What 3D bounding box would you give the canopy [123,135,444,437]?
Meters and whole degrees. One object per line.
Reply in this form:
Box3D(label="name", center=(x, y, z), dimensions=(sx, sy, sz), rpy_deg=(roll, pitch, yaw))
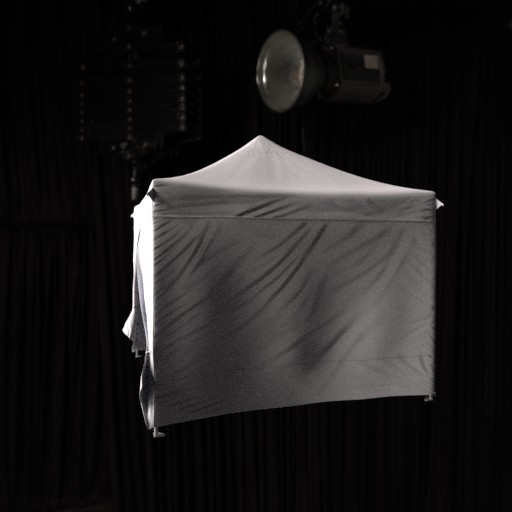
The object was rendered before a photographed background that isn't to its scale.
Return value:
Box3D(label="canopy", center=(0.000, 0.000, 5.517), dimensions=(3.121, 2.997, 3.043), rpy_deg=(-1, 2, -18))
